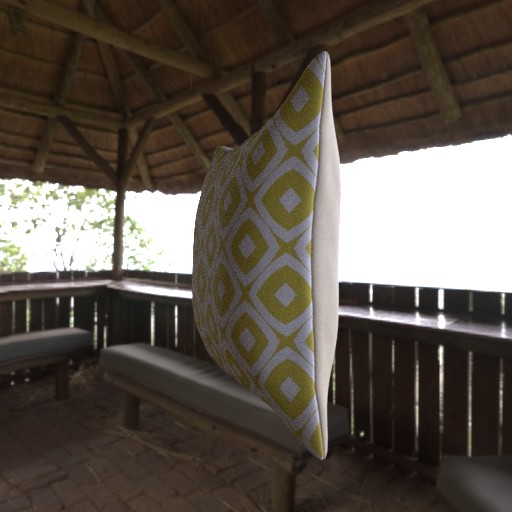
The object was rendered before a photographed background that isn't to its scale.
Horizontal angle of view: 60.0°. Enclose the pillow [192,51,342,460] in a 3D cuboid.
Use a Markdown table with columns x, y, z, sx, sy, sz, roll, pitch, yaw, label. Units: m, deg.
| x | y | z | sx | sy | sz | roll | pitch | yaw | label |
| --- | --- | --- | --- | --- | --- | --- | --- | --- | --- |
| 0.000 | 0.000 | 0.768 | 0.188 | 0.494 | 0.504 | 0 | 0 | -20 | pillow |
